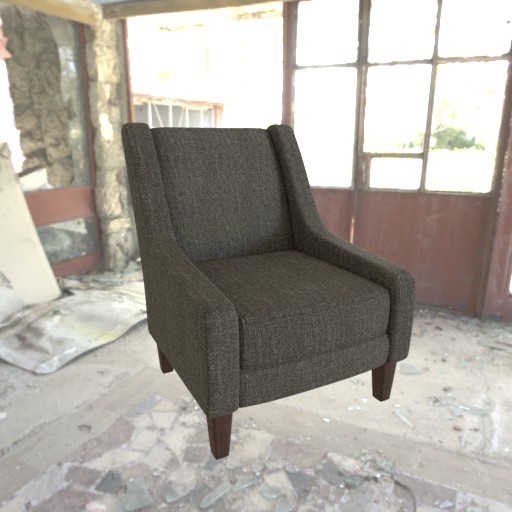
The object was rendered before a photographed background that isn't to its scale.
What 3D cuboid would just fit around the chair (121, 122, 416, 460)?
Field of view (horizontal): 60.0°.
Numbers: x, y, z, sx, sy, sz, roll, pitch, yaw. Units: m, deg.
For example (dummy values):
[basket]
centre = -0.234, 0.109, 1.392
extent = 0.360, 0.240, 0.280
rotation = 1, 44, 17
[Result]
[chair]
centre = 0.000, 0.000, 1.737
extent = 0.793, 1.012, 0.944
rotation = -8, 17, -26
